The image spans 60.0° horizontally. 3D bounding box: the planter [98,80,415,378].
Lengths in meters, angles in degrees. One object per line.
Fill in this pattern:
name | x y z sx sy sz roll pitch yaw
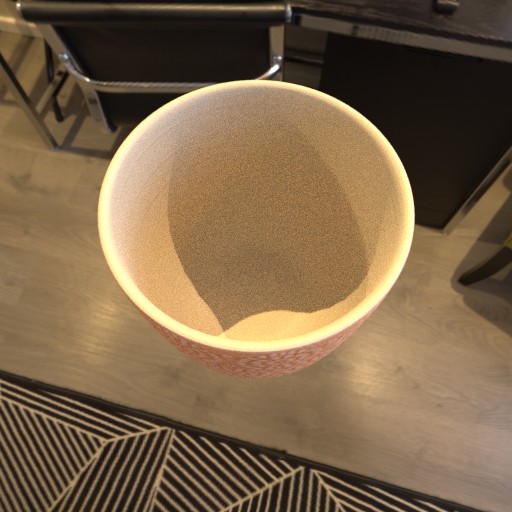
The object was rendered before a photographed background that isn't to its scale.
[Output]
planter | 0.000 0.000 0.378 0.208 0.190 0.208 0 65 0
